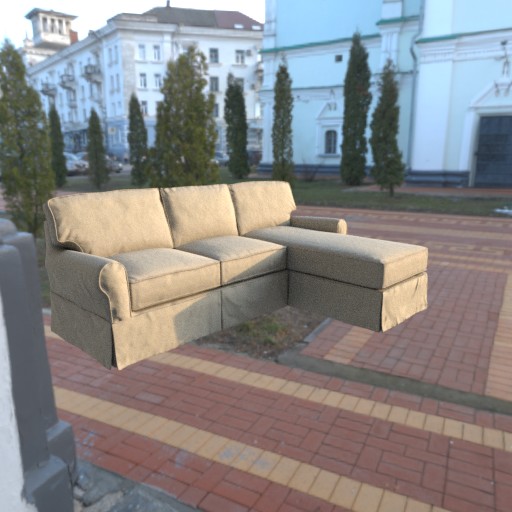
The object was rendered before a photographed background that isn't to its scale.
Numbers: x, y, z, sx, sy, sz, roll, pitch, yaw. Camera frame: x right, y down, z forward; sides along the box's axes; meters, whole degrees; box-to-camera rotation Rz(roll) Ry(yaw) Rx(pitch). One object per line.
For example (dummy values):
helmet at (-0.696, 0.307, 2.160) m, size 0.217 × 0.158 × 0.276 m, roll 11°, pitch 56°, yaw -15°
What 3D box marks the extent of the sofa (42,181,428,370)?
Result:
sofa at (0.000, 0.000, 3.297) m, size 1.733 × 0.978 × 2.475 m, roll 12°, pitch 18°, yaw 43°
